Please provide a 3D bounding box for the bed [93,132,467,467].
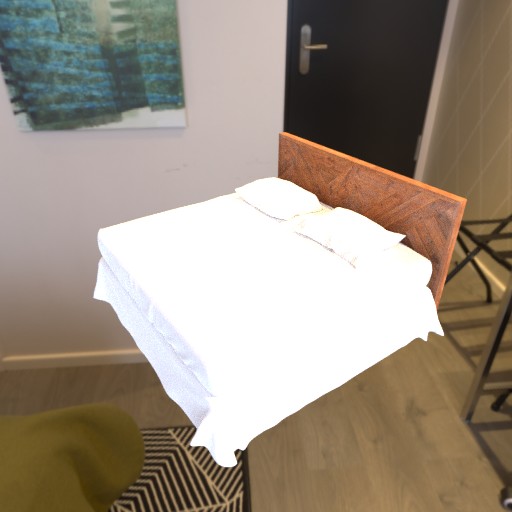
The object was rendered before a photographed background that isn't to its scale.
[{"bbox_3d":[0.000,0.000,3.514,2.165,1.158,2.255,-20,37,-29],"label":"bed"}]
